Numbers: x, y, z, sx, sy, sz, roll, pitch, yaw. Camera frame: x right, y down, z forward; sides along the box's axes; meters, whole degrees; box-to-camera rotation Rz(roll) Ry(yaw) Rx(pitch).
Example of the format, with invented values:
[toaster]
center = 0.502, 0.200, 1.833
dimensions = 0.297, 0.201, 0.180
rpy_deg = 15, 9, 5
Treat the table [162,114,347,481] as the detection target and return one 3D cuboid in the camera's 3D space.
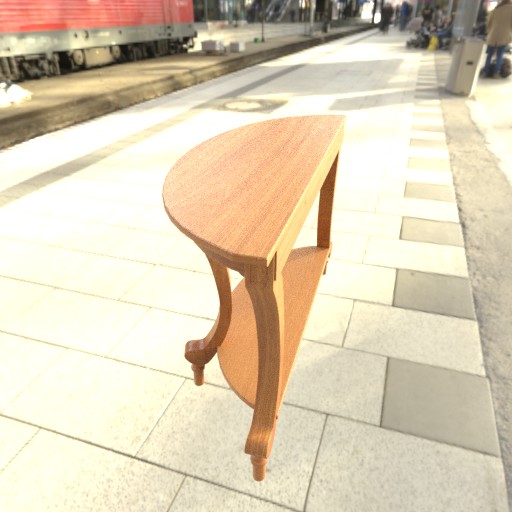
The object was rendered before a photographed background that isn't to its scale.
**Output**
[table]
center = 0.000, 0.000, 1.460
dimensions = 0.394, 0.692, 1.198
rpy_deg = 8, 30, 14
